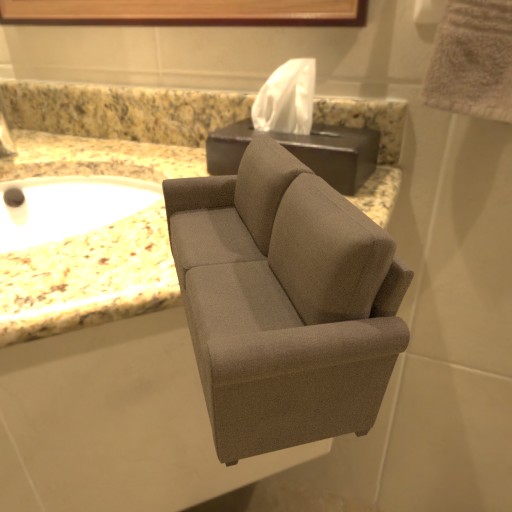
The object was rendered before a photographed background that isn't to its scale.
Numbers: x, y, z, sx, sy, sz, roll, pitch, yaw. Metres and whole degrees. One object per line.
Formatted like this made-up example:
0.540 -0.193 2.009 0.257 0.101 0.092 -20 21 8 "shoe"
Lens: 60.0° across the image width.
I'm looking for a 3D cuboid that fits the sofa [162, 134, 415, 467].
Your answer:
0.000 0.000 2.447 0.842 0.942 1.935 -8 30 -13 "sofa"
